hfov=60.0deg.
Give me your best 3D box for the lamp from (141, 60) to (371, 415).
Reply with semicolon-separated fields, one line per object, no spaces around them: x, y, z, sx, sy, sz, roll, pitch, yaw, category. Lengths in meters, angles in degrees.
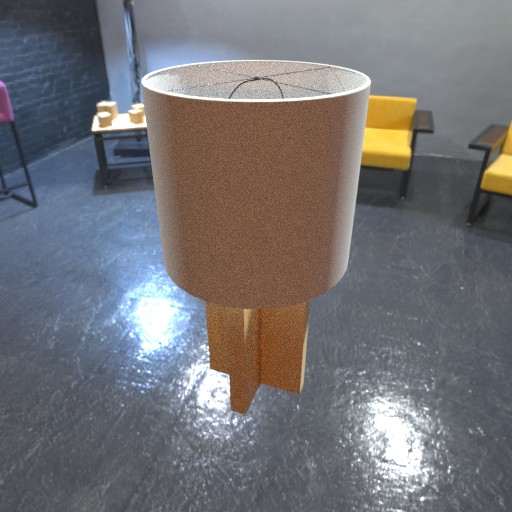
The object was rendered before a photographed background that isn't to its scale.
0.000;0.000;0.561;0.229;0.428;0.229;11;33;17;lamp
